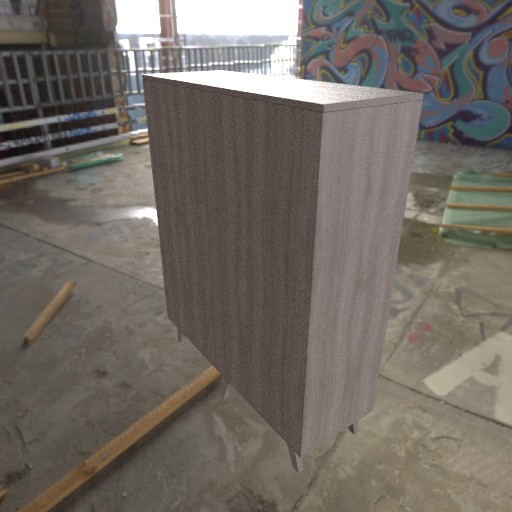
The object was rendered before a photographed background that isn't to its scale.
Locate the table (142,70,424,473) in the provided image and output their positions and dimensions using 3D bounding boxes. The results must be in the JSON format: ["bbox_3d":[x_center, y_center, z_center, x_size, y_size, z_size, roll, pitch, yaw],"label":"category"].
[{"bbox_3d":[0.000,0.000,1.892,0.398,1.388,1.111,-18,32,-32],"label":"table"}]
